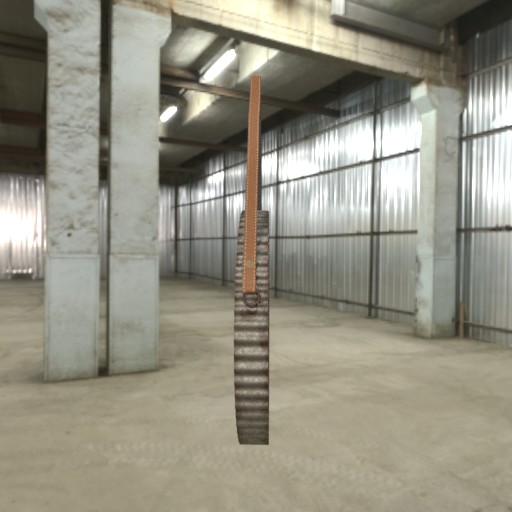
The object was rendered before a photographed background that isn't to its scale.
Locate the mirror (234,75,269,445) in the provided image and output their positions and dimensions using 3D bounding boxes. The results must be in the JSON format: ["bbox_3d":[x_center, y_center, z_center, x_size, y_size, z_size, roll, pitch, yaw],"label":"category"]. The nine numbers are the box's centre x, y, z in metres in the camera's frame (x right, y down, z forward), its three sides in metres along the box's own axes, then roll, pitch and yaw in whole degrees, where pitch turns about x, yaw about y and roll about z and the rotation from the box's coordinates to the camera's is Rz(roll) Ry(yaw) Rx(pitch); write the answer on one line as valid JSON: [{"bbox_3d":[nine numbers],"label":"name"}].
[{"bbox_3d":[0.000,0.000,0.702,0.042,0.568,0.355,0,1,2],"label":"mirror"}]
